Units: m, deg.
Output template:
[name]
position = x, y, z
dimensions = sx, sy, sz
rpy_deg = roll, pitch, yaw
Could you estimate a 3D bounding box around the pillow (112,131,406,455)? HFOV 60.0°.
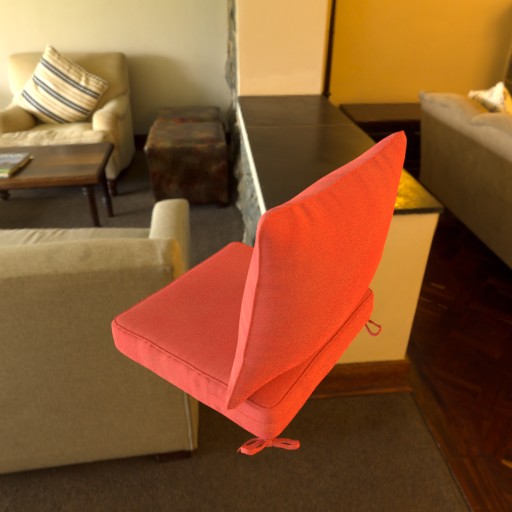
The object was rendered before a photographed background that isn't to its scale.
[pillow]
position = 0.000, 0.000, 1.402
dimensions = 0.733, 0.725, 0.798
rpy_deg = 20, 37, 30
